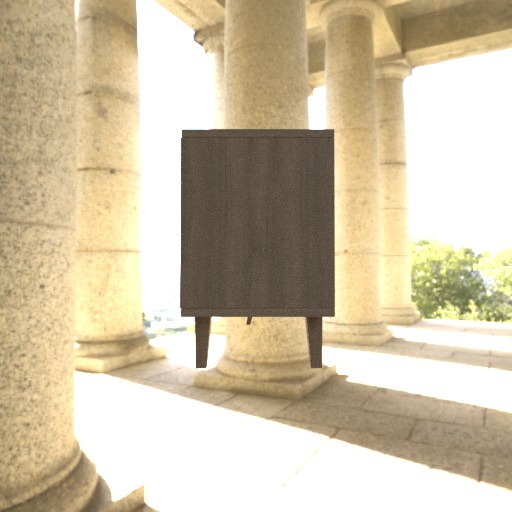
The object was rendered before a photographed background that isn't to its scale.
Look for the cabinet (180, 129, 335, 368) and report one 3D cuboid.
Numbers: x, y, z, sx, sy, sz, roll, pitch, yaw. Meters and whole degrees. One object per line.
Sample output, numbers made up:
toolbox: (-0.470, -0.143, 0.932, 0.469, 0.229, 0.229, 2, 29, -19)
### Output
cabinet: (0.000, 0.000, 2.525, 0.499, 0.779, 2.198, 0, -1, 0)
